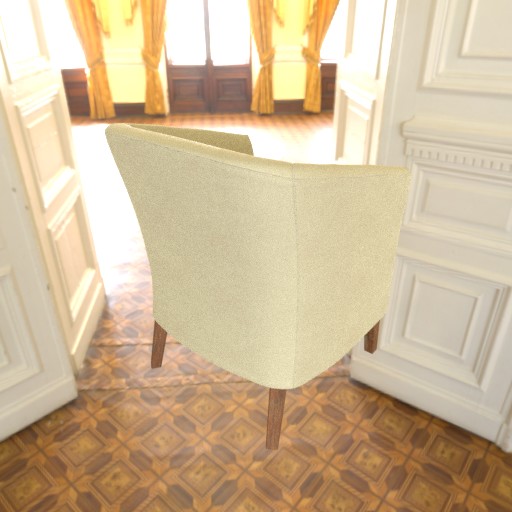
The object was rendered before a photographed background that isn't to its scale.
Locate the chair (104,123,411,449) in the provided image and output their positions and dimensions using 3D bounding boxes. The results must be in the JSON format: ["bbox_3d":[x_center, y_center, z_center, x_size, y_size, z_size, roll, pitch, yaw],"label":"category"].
[{"bbox_3d":[0.000,0.000,1.323,0.643,0.822,0.657,22,36,34],"label":"chair"}]
